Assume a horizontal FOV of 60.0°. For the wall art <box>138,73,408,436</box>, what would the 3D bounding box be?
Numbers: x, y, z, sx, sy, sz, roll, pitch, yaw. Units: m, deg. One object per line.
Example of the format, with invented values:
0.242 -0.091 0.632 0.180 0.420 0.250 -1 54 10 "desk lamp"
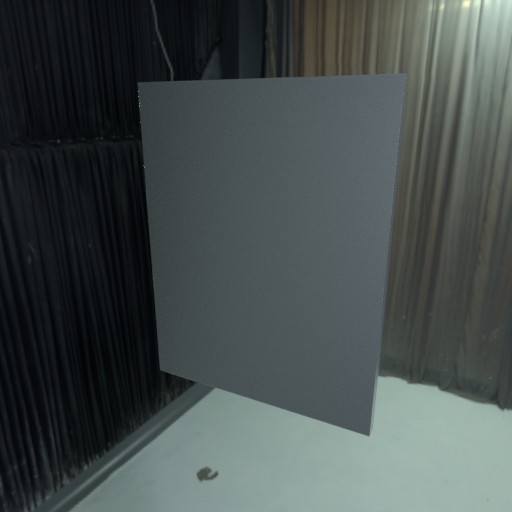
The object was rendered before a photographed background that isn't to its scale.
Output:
0.000 0.000 0.767 0.444 0.569 0.025 9 20 26 "wall art"
